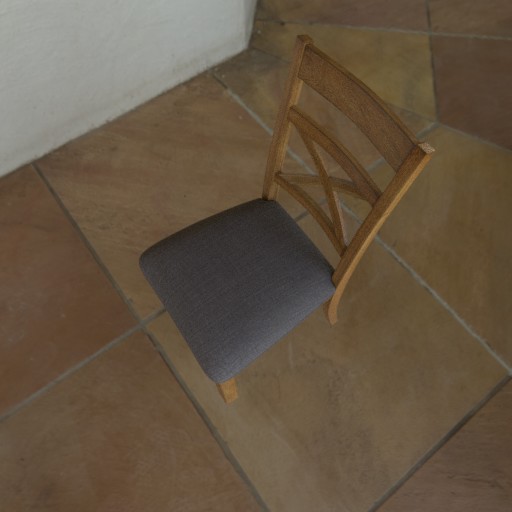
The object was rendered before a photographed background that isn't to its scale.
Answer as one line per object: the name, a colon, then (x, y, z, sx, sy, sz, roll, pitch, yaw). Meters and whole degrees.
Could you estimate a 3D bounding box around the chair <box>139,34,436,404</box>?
chair: (0.000, 0.000, 1.266, 0.581, 0.949, 0.470, -31, 67, -15)
